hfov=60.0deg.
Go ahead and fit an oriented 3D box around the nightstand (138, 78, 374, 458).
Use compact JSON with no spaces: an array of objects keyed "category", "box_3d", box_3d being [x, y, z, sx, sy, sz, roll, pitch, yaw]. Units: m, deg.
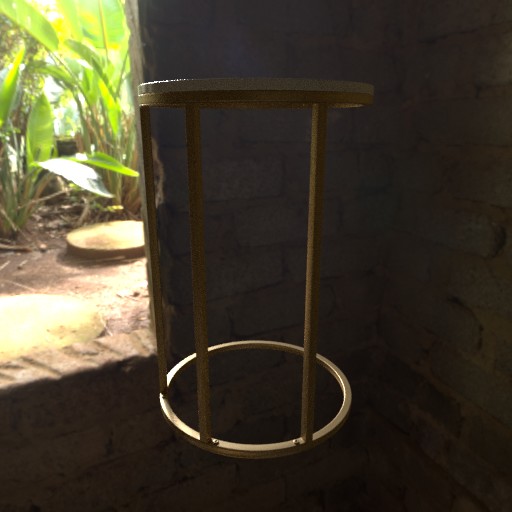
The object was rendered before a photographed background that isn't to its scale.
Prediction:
[{"category":"nightstand","box_3d":[0.000,0.000,0.862,0.400,0.610,0.400,9,19,26]}]
